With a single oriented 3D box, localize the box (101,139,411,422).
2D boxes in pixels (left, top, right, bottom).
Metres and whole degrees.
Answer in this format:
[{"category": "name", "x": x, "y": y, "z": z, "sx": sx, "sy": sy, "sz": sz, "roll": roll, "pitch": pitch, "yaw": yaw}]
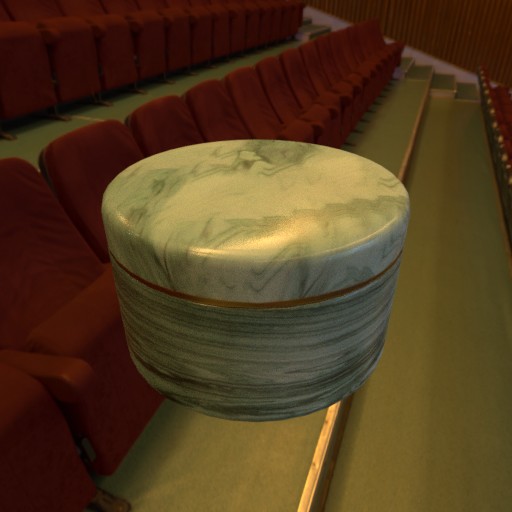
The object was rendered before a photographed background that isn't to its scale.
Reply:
[{"category": "box", "x": 0.000, "y": 0.000, "z": 0.164, "sx": 0.101, "sy": 0.063, "sz": 0.101, "roll": 0, "pitch": 31, "yaw": 0}]
